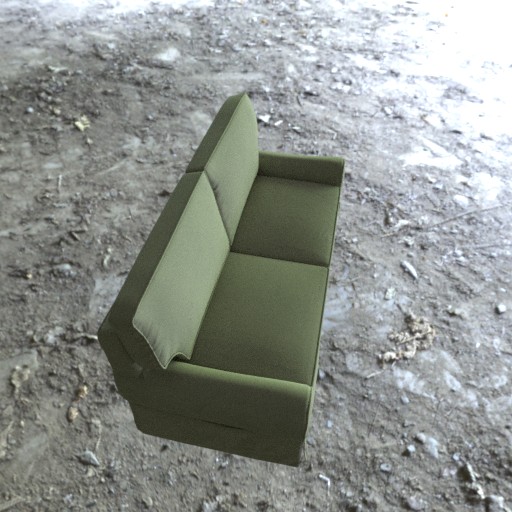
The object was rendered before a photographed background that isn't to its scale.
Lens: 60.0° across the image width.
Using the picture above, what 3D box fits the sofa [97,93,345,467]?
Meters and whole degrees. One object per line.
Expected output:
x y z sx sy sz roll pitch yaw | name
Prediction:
0.000 0.000 2.337 0.841 1.024 1.823 9 47 9 | sofa
